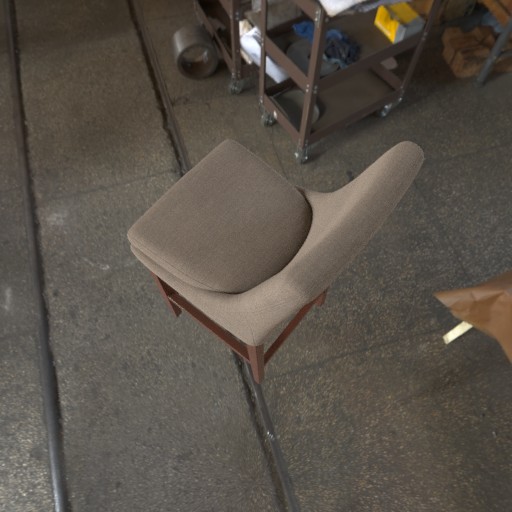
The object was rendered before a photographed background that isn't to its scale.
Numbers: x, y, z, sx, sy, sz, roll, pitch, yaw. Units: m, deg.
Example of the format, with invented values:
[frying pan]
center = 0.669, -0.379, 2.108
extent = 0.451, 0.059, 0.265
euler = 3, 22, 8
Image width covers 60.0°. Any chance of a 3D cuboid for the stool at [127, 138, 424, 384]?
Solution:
[stool]
center = 0.000, 0.000, 1.308
extent = 0.577, 0.981, 0.470
euler = 36, 68, 17
